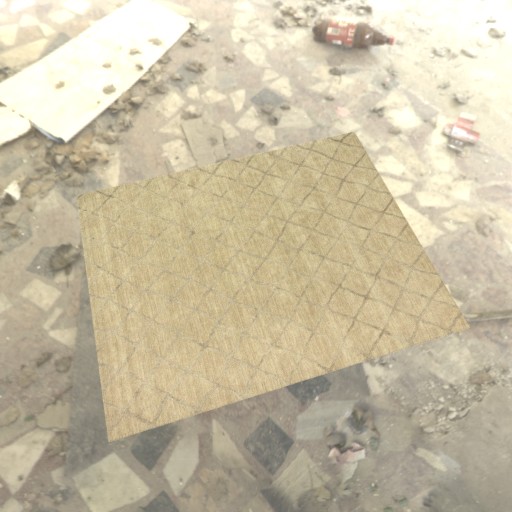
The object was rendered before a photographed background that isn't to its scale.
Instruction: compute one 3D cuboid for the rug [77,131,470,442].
[{"bbox_3d":[0.000,0.000,4.106,3.038,0.019,2.420,-15,60,-9],"label":"rug"}]
